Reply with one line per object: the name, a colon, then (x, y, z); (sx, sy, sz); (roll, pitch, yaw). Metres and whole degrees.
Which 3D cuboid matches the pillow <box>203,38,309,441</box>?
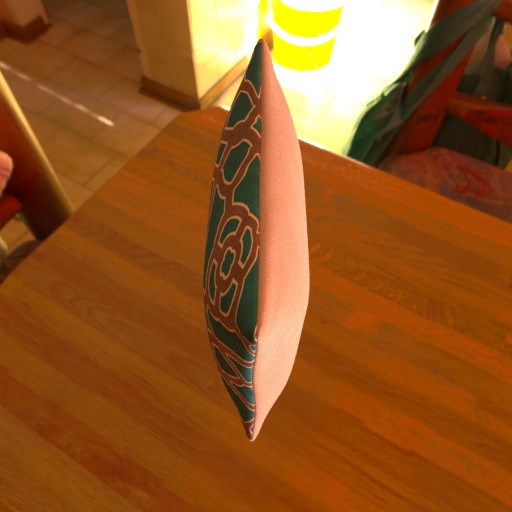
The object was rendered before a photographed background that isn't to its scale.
pillow: (0.000, 0.000, 0.788); (0.166, 0.507, 0.526); (1, 57, 0)
